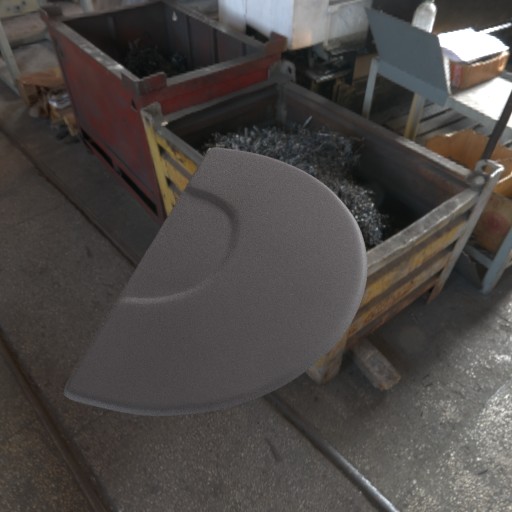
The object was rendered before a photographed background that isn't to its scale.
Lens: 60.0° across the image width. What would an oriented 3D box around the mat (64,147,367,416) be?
[{"bbox_3d":[0.000,0.000,1.851,0.917,0.022,1.525,10,46,10],"label":"mat"}]
